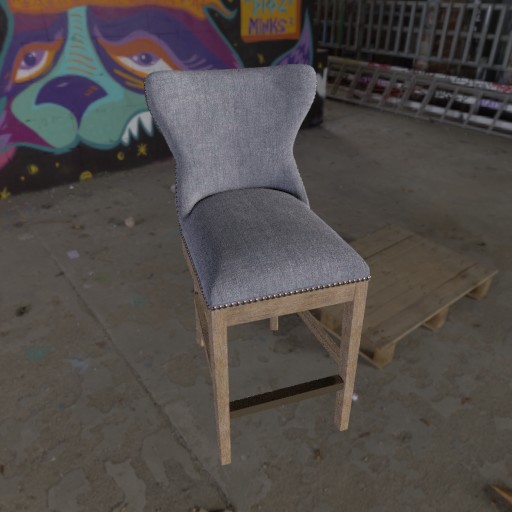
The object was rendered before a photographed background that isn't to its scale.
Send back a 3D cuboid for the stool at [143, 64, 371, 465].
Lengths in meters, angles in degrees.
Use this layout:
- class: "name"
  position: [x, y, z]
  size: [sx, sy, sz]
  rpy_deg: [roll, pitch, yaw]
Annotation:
- class: "stool"
  position: [0.000, 0.000, 1.312]
  size: [0.498, 0.981, 0.608]
  rpy_deg: [-9, 32, -15]
